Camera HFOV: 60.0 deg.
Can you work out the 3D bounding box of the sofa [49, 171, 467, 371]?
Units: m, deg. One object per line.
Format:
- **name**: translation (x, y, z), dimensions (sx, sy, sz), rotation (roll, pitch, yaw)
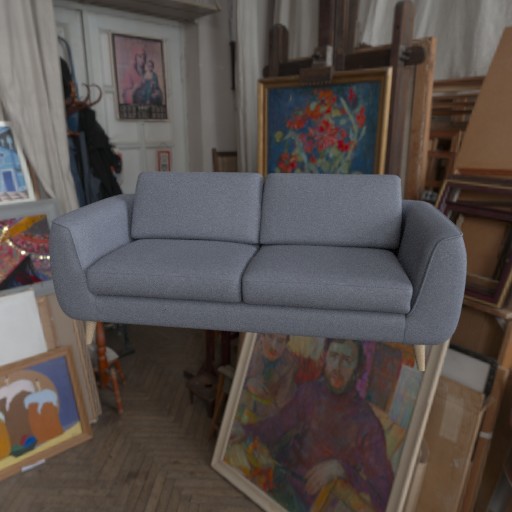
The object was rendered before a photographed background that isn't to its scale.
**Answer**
- **sofa**: translation (0.000, 0.000, 2.522), dimensions (2.000, 0.870, 0.920), rotation (3, 16, 9)
